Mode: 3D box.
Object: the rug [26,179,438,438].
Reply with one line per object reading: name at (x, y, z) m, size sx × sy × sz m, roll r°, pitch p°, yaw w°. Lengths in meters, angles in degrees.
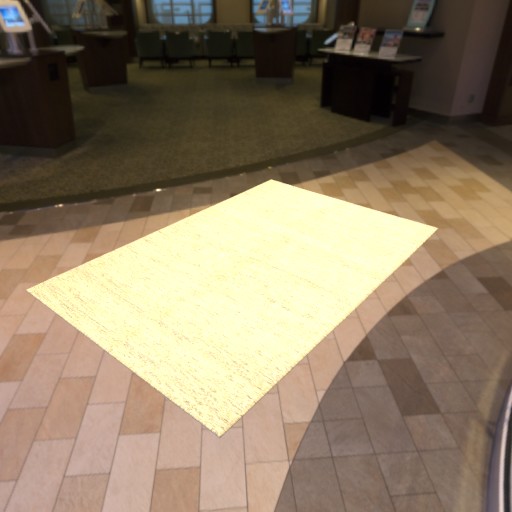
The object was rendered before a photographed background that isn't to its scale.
rug at (0.000, 0.000, 2.332) m, size 1.250 × 0.015 × 1.850 m, roll 23°, pitch 37°, yaw 33°
